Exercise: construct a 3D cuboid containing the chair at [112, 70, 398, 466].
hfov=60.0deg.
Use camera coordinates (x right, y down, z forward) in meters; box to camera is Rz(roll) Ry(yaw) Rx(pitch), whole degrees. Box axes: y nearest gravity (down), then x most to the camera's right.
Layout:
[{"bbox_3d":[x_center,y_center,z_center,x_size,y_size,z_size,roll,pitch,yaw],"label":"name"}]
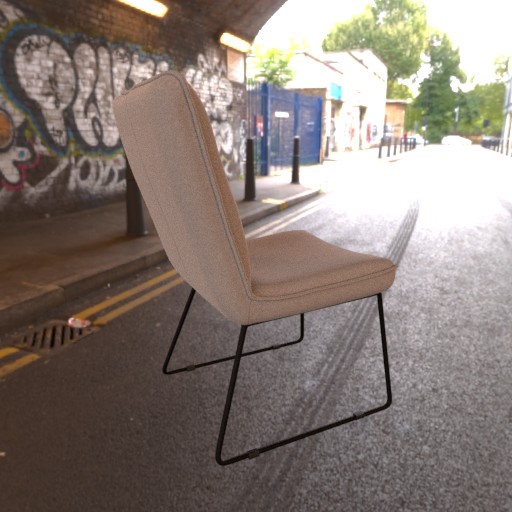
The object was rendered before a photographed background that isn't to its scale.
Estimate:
[{"bbox_3d":[0.000,0.000,1.307,0.688,0.930,0.515,-8,17,-26],"label":"chair"}]
